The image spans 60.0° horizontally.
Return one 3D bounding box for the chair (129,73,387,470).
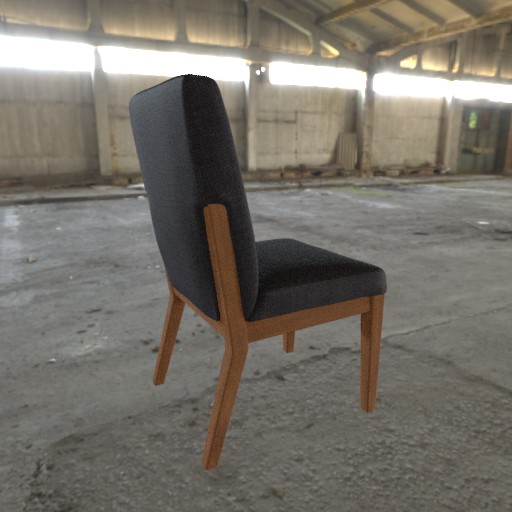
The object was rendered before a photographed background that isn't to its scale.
[{"bbox_3d":[0.000,0.000,1.293,0.586,0.911,0.507,-7,15,-27],"label":"chair"}]
